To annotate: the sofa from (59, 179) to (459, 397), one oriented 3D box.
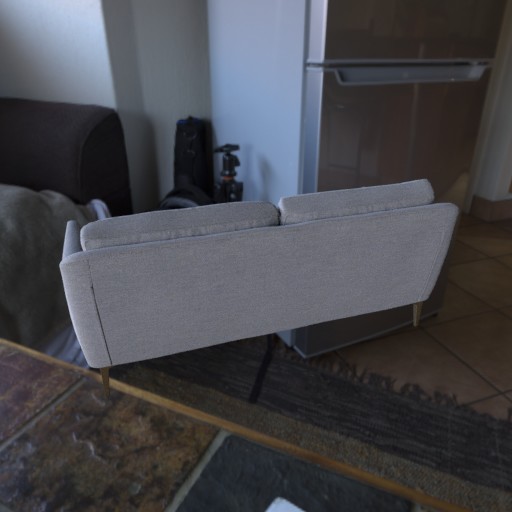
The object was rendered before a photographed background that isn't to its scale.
[{"bbox_3d":[0.000,0.000,2.553,2.036,0.913,0.980,-9,28,-17],"label":"sofa"}]
